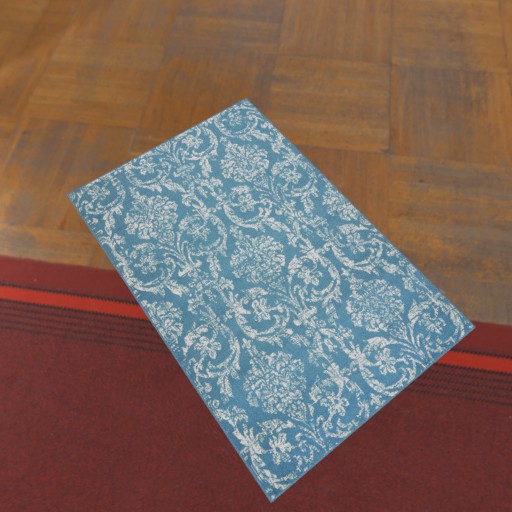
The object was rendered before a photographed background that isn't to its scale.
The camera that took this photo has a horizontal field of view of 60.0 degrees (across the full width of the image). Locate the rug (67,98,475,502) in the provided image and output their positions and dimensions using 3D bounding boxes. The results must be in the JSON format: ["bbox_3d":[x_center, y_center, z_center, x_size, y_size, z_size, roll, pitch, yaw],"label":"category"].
[{"bbox_3d":[0.000,0.000,3.374,1.816,0.018,2.746,-34,68,-16],"label":"rug"}]
